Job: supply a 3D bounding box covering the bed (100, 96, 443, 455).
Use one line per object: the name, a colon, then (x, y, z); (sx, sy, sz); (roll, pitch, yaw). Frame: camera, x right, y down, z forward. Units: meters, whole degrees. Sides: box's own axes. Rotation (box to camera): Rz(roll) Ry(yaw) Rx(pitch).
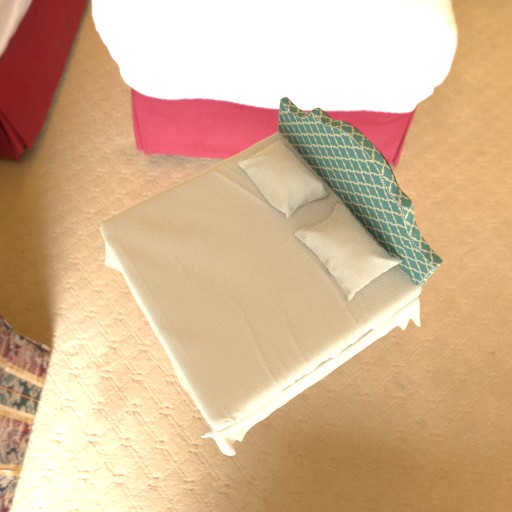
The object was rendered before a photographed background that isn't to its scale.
bed: (0.000, 0.000, 3.676); (2.222, 1.601, 2.314); (-30, 67, -14)
